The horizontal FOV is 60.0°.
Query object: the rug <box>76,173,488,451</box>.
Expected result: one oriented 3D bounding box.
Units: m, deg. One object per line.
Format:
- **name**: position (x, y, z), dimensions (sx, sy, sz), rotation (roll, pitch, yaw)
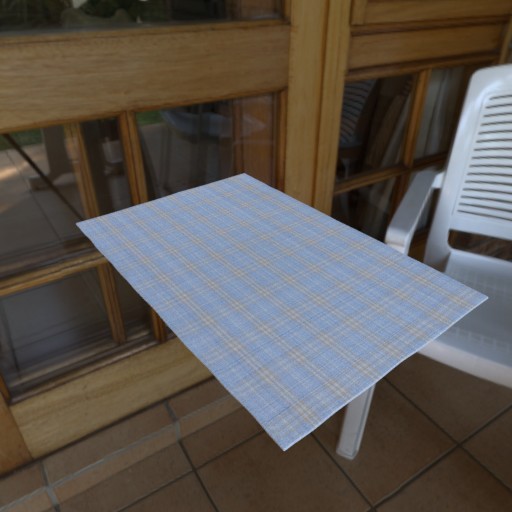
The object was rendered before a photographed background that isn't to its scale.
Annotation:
- **rug**: position (0.000, 0.000, 2.278), dimensions (1.231, 0.012, 1.835), rotation (-23, 40, -31)
